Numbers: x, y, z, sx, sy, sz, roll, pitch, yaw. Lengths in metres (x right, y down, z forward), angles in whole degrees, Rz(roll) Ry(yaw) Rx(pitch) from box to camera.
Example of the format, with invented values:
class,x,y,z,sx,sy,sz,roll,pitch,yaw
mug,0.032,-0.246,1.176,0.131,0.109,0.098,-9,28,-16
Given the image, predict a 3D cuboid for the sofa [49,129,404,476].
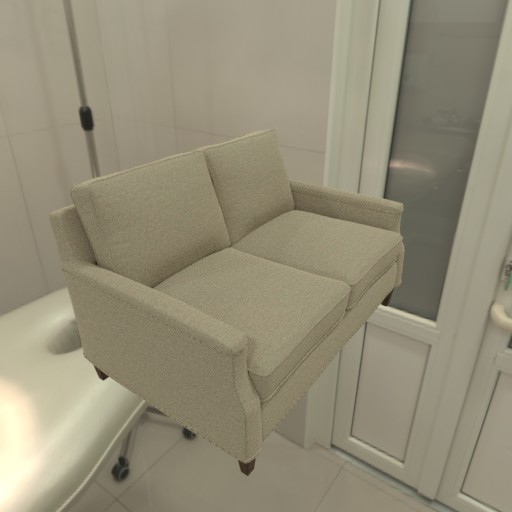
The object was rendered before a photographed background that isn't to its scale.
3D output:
class,x,y,z,sx,sy,sz,roll,pitch,yaw
sofa,0.000,0.000,2.269,1.084,1.003,1.597,19,33,31
